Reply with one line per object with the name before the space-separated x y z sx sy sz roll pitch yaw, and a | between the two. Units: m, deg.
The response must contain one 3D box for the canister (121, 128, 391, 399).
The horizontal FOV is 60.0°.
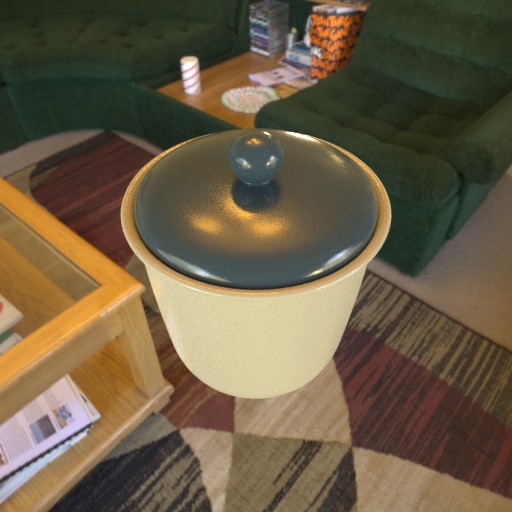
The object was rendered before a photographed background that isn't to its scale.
canister | 0.000 0.000 0.346 0.182 0.208 0.182 0 45 0
